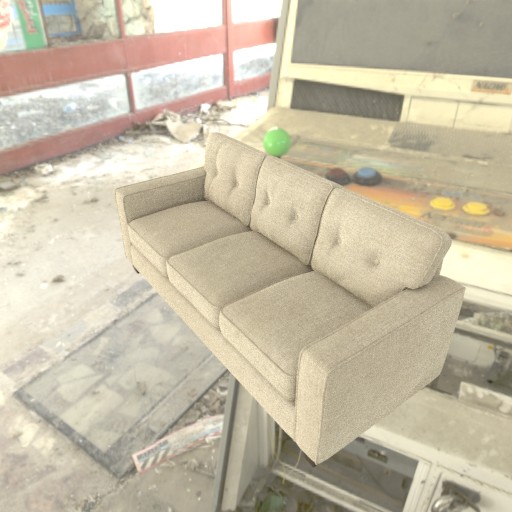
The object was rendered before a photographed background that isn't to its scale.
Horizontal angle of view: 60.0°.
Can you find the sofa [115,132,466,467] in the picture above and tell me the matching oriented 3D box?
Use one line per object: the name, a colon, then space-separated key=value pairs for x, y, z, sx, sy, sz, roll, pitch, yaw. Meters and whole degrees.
sofa: x=0.000 y=0.000 z=2.658 sx=0.939 sy=0.965 sz=2.133 roll=-21 pitch=38 yaw=-30
